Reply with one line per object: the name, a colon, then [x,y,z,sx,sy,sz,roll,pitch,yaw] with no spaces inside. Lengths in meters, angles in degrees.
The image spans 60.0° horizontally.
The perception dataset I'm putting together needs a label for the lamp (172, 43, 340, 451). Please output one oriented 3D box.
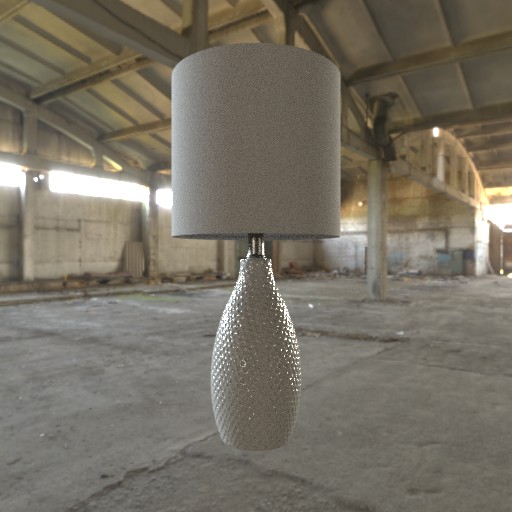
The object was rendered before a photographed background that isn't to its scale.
lamp: [0.000,0.000,0.574,0.214,0.466,0.214,0,0,35]
